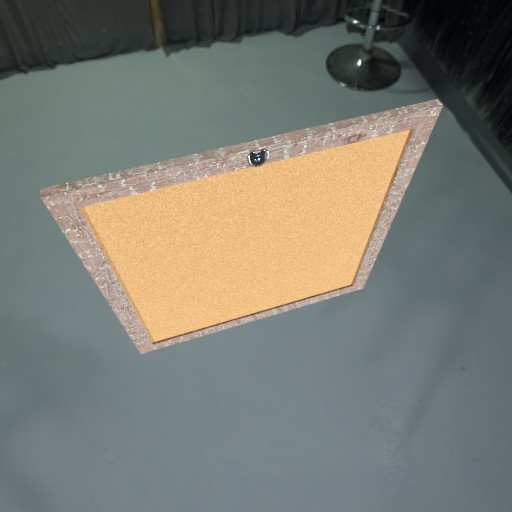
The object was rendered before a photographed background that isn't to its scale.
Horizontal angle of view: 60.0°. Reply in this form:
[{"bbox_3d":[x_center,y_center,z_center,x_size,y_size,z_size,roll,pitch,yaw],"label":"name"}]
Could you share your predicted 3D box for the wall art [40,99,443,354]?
[{"bbox_3d":[0.000,0.000,0.570,0.384,0.384,0.012,-15,59,-9],"label":"wall art"}]
